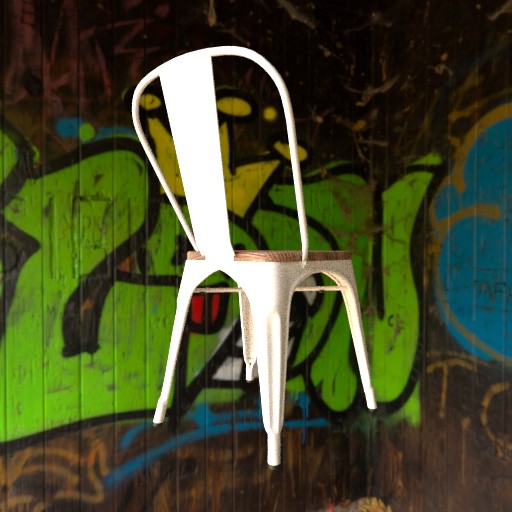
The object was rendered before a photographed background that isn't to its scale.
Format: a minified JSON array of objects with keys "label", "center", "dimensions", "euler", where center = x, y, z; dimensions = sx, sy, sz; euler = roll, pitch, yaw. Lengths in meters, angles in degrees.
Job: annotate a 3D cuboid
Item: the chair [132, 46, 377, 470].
[{"label":"chair","center":[0.000,0.000,1.141],"dimensions":[0.452,0.851,0.521],"euler":[1,1,37]}]
